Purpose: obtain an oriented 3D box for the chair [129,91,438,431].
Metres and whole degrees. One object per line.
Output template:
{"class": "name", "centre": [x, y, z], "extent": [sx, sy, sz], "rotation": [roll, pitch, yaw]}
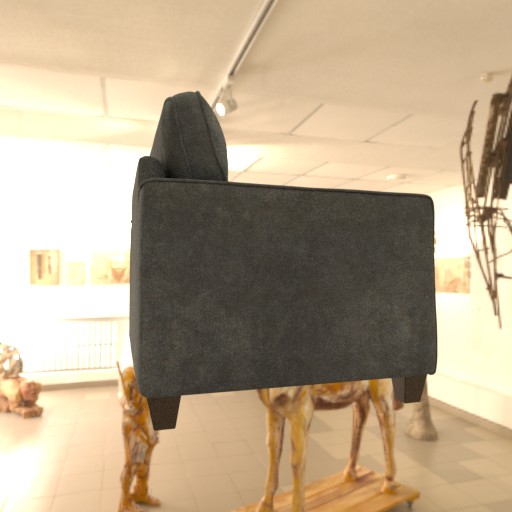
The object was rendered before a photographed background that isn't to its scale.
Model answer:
{"class": "chair", "centre": [0.000, 0.000, 1.748], "extent": [0.939, 0.965, 1.015], "rotation": [1, -2, -17]}
